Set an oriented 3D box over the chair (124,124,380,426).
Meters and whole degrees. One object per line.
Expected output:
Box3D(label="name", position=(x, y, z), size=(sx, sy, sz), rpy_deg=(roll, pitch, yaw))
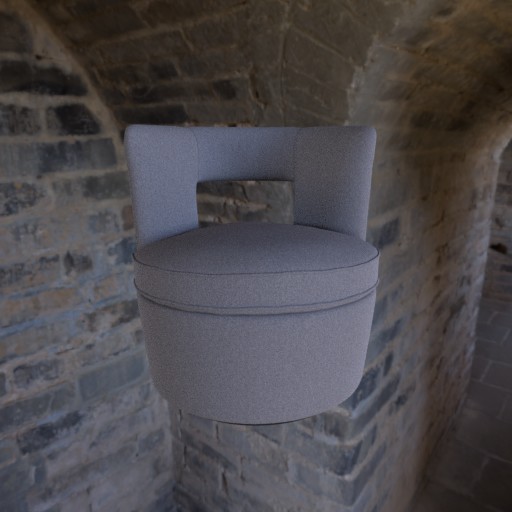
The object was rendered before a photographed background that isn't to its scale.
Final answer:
Box3D(label="chair", position=(0.000, 0.000, 1.259), size=(0.689, 0.719, 0.660), rpy_deg=(-2, 15, -8))
